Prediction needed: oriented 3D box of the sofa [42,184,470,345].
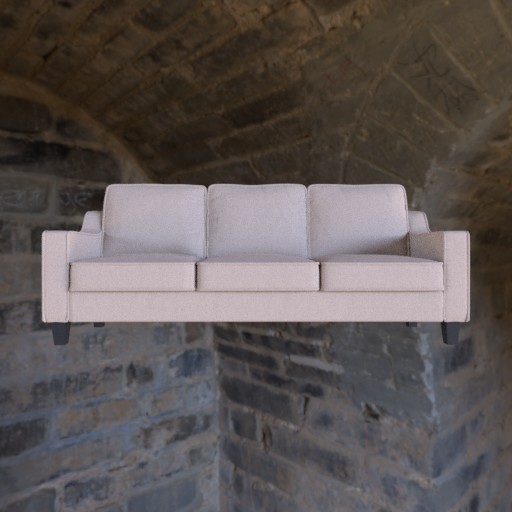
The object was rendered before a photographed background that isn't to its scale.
[{"bbox_3d":[0.000,0.000,2.554,2.131,0.902,0.791,0,0,0],"label":"sofa"}]
